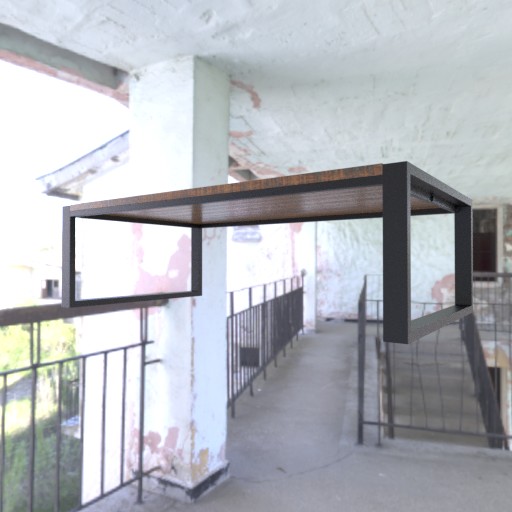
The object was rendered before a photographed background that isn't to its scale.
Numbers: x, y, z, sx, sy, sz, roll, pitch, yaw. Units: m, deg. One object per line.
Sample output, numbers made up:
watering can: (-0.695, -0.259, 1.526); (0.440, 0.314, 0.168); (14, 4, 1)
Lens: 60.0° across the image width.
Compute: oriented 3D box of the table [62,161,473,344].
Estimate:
table: (0.000, 0.000, 1.659); (1.350, 0.400, 0.750); (-1, -1, 36)
